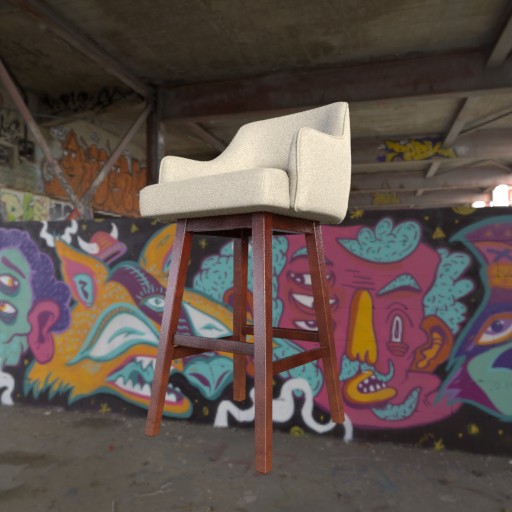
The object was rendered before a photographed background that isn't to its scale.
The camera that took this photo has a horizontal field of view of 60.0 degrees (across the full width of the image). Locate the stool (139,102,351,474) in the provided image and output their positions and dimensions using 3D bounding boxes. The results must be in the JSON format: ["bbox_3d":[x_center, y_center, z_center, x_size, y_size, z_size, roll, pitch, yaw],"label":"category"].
[{"bbox_3d":[0.000,0.000,1.376,0.550,1.041,0.560,-1,-2,36],"label":"stool"}]
